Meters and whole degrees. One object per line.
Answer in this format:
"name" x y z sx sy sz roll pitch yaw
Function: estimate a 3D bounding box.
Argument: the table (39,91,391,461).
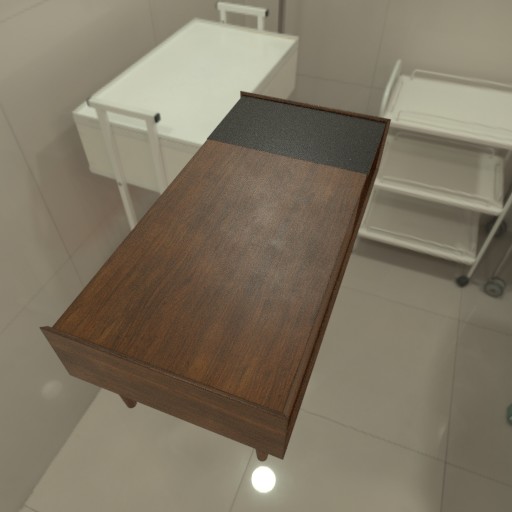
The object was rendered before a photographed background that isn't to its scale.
"table" 0.000 0.000 1.529 0.610 0.508 1.221 16 49 14
